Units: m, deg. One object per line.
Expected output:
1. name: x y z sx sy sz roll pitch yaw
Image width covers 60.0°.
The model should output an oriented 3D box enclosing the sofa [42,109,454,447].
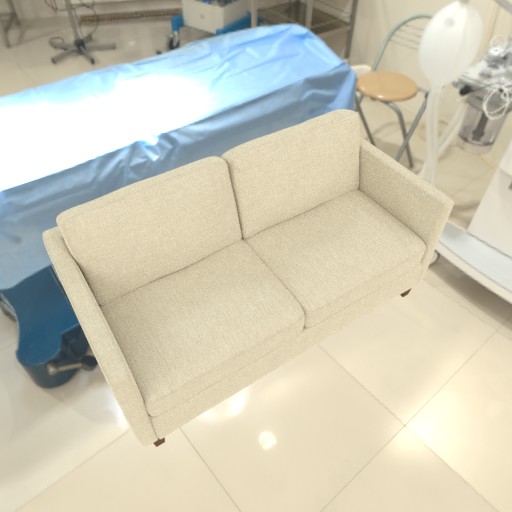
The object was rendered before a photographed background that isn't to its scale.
1. sofa: 0.000 0.000 2.361 1.838 0.963 0.950 -26 52 -22
